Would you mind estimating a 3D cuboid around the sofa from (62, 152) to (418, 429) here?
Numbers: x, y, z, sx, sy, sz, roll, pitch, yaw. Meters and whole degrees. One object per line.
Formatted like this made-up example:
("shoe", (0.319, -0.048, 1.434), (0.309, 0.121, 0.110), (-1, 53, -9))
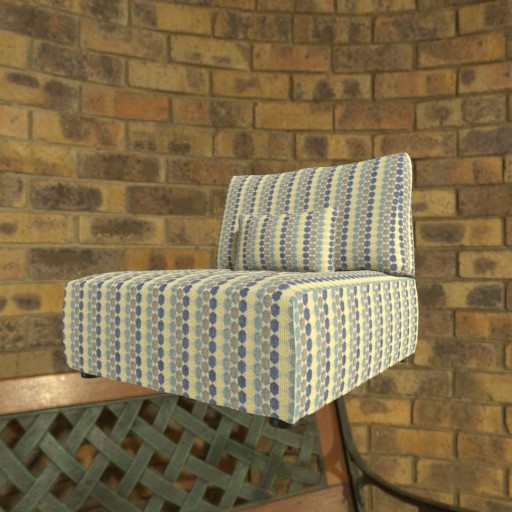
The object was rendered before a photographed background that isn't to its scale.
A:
("sofa", (0.000, 0.000, 1.668), (0.930, 0.830, 1.000), (0, -1, 35))
